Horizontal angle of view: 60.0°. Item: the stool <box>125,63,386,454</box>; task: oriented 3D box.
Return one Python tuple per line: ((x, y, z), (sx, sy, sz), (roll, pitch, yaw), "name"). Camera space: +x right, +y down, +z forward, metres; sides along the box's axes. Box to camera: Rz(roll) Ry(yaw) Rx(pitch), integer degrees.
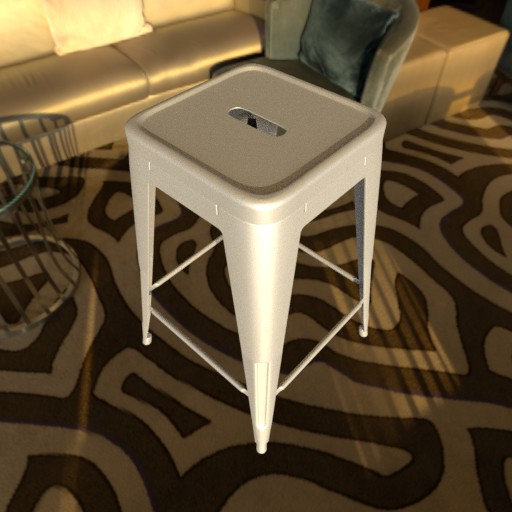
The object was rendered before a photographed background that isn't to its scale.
((0.000, 0.000, 0.892), (0.406, 0.610, 0.406), (34, 56, 27), "stool")
